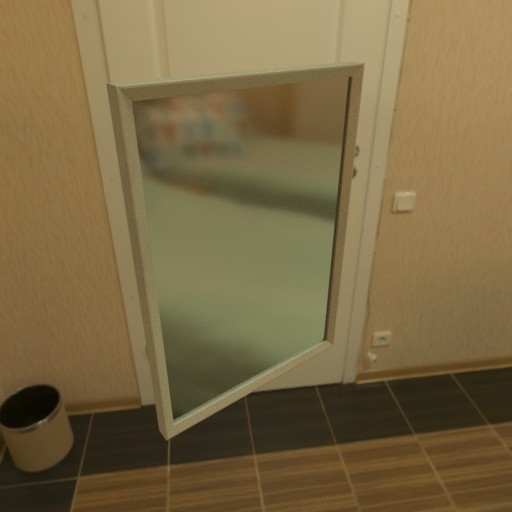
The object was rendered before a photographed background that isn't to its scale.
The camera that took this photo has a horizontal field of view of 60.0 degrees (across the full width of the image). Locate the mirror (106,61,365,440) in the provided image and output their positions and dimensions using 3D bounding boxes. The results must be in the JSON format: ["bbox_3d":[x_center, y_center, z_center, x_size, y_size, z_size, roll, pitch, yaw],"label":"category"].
[{"bbox_3d":[0.000,0.000,0.918,0.507,0.710,0.039,-20,35,-32],"label":"mirror"}]
